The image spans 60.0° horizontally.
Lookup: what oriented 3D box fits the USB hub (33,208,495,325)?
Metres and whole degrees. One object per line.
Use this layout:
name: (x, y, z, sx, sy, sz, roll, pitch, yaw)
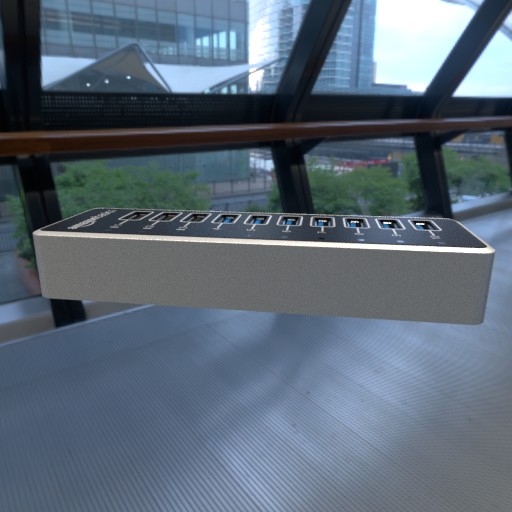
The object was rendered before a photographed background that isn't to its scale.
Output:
USB hub: (0.000, 0.000, 0.158, 0.145, 0.023, 0.044, 3, 17, 8)
